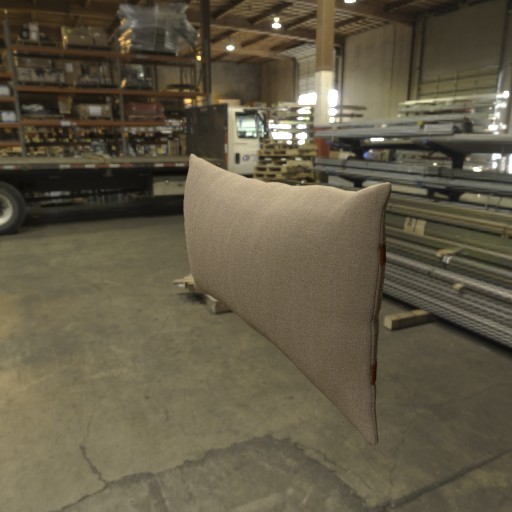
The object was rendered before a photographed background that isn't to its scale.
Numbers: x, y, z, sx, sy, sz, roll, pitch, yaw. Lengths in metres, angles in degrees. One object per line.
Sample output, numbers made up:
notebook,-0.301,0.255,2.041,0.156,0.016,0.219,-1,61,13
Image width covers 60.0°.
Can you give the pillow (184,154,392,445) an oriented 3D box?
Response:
pillow,0.000,0.000,0.736,0.148,0.308,0.612,-8,17,-26
